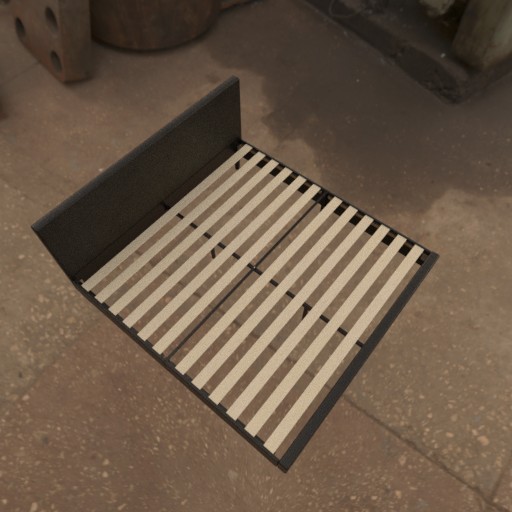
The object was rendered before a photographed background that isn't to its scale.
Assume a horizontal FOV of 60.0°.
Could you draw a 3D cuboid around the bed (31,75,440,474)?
[{"bbox_3d":[0.000,0.000,3.363,2.152,1.046,2.018,35,64,20],"label":"bed"}]
